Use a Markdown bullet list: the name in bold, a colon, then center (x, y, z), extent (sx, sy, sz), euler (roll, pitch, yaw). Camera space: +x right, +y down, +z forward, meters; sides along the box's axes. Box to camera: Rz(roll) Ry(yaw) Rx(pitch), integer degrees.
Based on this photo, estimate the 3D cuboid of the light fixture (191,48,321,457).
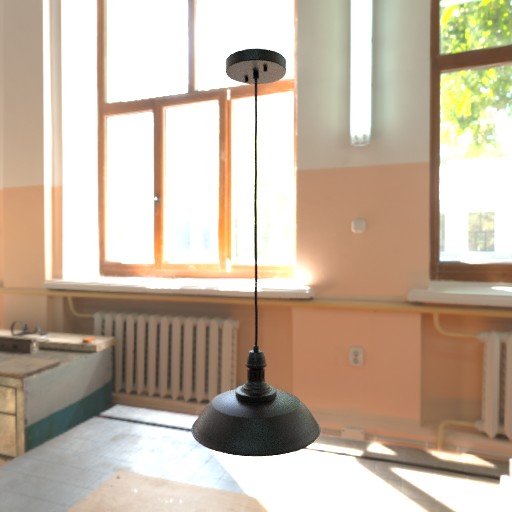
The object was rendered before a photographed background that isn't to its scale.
- **light fixture**: center (0.000, 0.000, 1.142), extent (0.331, 0.993, 0.331), euler (-1, 1, -35)
